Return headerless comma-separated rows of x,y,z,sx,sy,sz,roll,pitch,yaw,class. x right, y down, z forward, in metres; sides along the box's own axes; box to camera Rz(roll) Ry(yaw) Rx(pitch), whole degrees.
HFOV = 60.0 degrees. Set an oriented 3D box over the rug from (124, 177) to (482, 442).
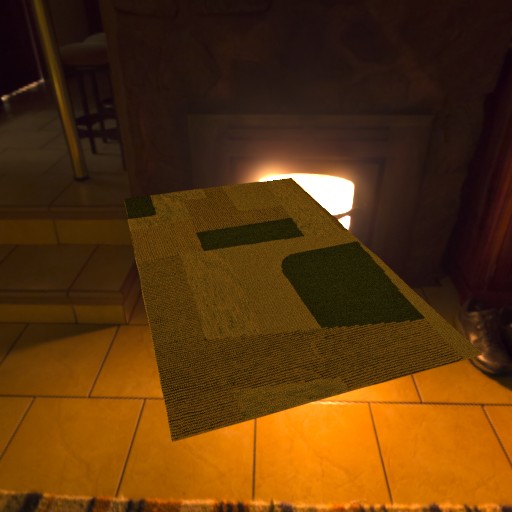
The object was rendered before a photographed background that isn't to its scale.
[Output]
0.000,0.000,2.939,1.521,0.015,2.436,-10,33,-16,rug
